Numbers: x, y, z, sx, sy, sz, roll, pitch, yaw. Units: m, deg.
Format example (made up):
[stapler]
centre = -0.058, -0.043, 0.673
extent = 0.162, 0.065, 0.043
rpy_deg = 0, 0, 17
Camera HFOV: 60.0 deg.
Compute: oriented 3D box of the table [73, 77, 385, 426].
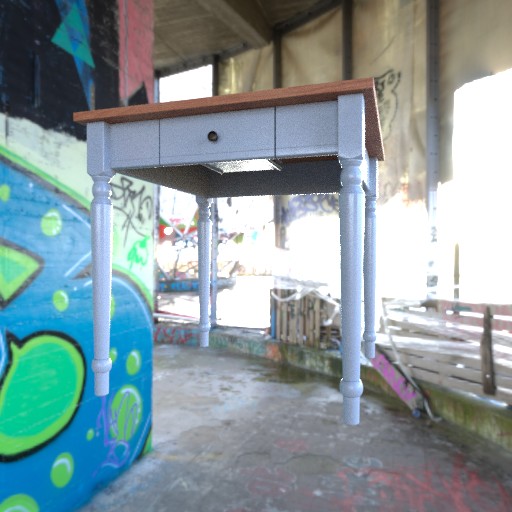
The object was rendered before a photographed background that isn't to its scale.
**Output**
[table]
centre = 0.000, 0.000, 1.381
extent = 0.747, 0.738, 0.747
rpy_deg = 0, 0, 18
